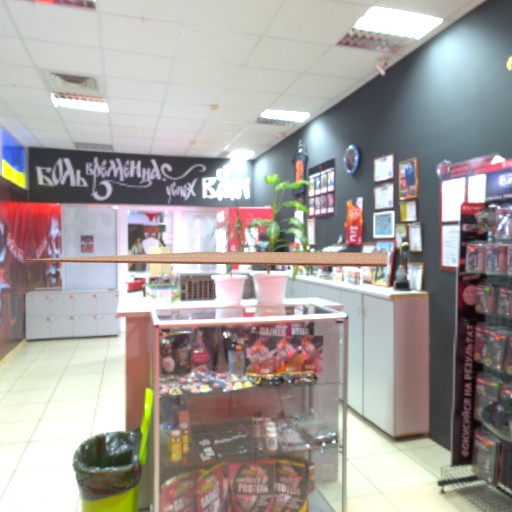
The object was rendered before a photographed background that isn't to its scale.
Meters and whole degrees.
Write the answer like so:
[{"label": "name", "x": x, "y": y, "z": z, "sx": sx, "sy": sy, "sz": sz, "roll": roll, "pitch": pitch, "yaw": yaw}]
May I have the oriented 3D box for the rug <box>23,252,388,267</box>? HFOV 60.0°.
[{"label": "rug", "x": 0.000, "y": 0.000, "z": 4.259, "sx": 2.425, "sy": 0.016, "sz": 3.198, "roll": 0, "pitch": 2, "yaw": 17}]
